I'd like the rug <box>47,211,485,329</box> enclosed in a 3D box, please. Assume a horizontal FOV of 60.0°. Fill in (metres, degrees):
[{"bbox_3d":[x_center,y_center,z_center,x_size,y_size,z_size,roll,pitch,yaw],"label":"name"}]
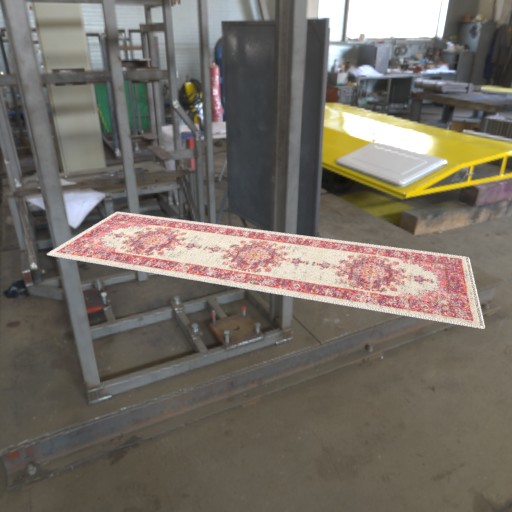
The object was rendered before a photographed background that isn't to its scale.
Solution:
[{"bbox_3d":[0.000,0.000,1.997,1.824,0.009,0.562,8,28,16],"label":"rug"}]
